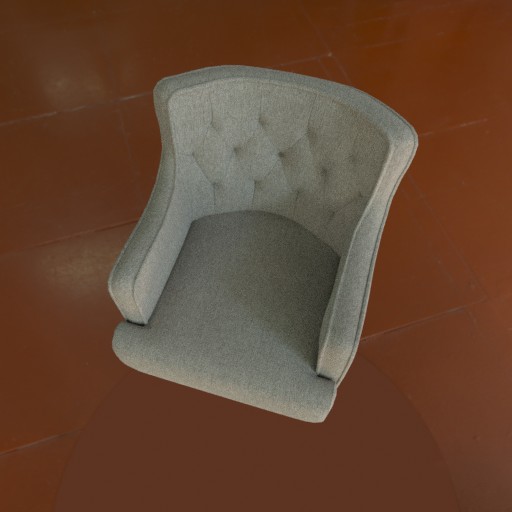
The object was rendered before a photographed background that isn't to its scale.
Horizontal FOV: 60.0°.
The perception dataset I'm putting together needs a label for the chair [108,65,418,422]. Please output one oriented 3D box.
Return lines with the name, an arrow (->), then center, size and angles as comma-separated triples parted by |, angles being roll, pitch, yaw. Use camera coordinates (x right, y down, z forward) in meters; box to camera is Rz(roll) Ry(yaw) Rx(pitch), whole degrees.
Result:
chair -> 0.000, 0.000, 1.565 | 0.820, 0.920, 0.910 | 14, 61, 8
